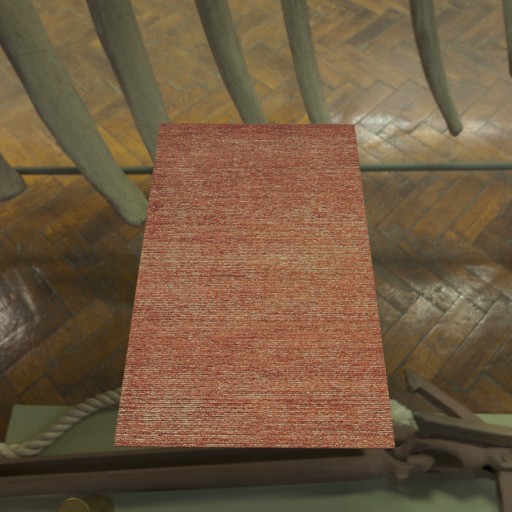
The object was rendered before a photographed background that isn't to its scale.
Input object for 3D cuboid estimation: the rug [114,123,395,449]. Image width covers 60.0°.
[{"bbox_3d":[0.000,0.000,2.193,1.139,0.011,1.747,0,62,0],"label":"rug"}]
